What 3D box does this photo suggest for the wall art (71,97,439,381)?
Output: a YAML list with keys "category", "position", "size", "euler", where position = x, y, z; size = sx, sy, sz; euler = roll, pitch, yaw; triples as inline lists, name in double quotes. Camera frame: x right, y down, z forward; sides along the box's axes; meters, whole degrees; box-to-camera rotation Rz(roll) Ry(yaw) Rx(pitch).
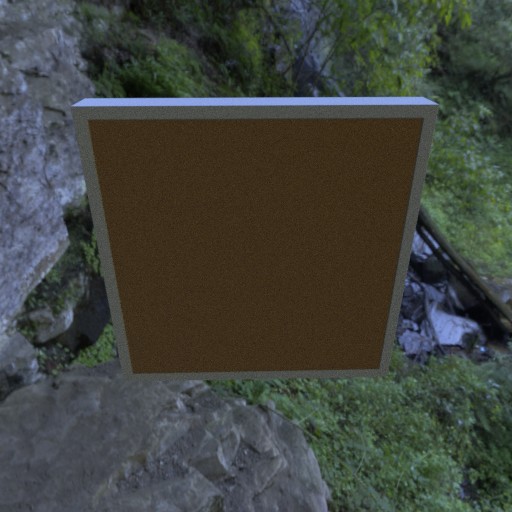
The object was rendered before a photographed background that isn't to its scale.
- category: "wall art"
  position: [0.000, 0.000, 0.456]
  size: [0.305, 0.305, 0.038]
  euler: [-1, 29, -1]
